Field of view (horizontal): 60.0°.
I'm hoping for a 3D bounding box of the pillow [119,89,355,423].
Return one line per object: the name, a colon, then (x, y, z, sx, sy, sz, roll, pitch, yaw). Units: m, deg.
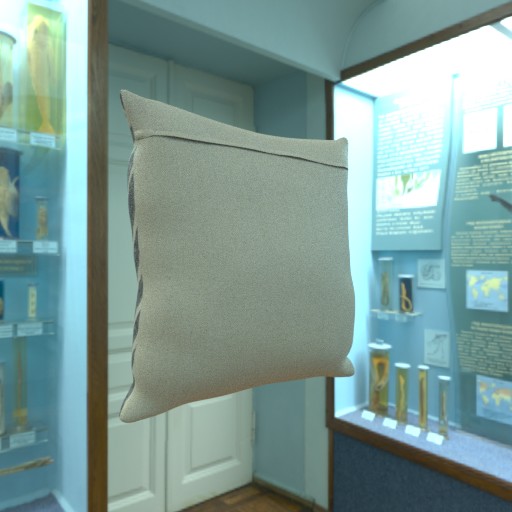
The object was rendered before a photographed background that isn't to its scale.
pillow: (0.000, 0.000, 0.698, 0.440, 0.441, 0.182, 0, 0, -37)
